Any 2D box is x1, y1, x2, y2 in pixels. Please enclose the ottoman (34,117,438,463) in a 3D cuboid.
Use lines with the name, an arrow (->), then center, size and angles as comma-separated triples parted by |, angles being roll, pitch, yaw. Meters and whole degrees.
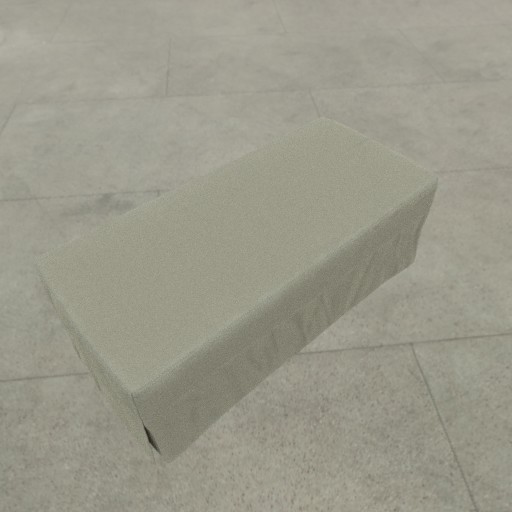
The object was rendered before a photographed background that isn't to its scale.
ottoman -> 0.000, 0.000, 1.678 | 1.388, 0.457, 0.665 | -33, 55, -27
